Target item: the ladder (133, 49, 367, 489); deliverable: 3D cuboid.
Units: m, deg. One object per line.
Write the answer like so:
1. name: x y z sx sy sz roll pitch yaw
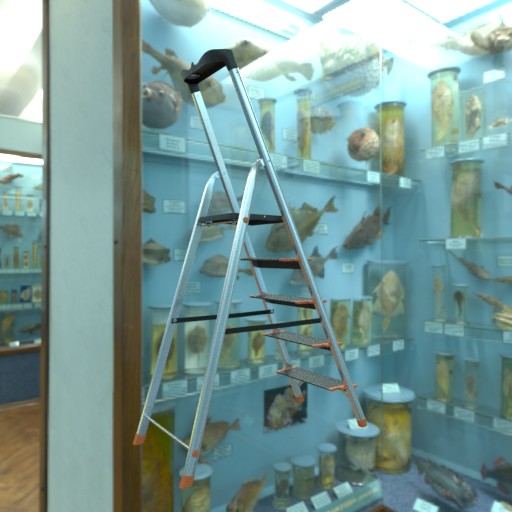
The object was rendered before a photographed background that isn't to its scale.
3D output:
1. ladder: 0.000 0.000 2.044 0.995 1.646 0.480 0 0 -36
